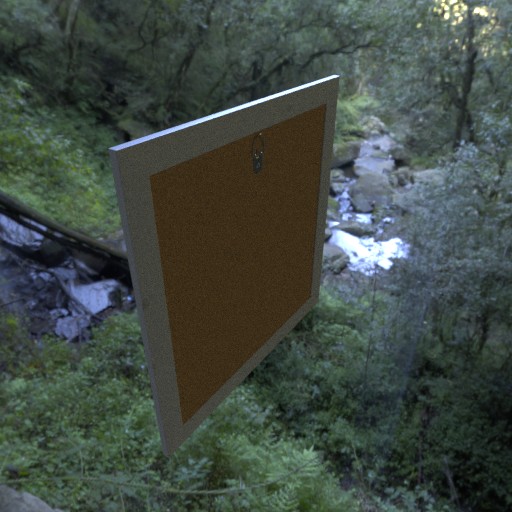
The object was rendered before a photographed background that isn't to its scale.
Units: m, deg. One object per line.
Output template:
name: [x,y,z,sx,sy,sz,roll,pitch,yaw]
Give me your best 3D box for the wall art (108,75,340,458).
wall art: [0.000,0.000,0.859,0.015,0.577,0.572,21,37,29]
